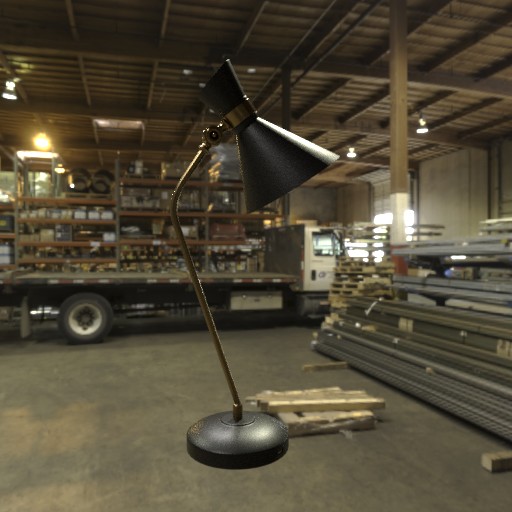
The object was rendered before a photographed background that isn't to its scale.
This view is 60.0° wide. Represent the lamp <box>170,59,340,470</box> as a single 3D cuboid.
[{"bbox_3d":[0.000,0.000,0.764,0.292,0.647,0.189,0,1,-17],"label":"lamp"}]
